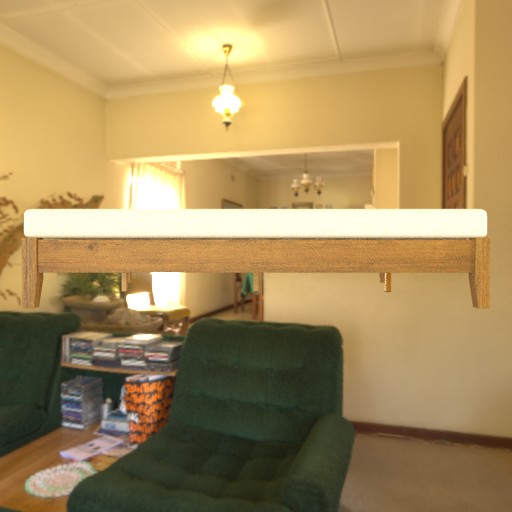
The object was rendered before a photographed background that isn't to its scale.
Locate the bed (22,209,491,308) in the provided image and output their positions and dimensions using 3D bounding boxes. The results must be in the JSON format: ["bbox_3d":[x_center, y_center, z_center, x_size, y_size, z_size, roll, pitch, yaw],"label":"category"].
[{"bbox_3d":[0.000,0.000,2.656,2.016,0.431,1.536,0,1,0],"label":"bed"}]
